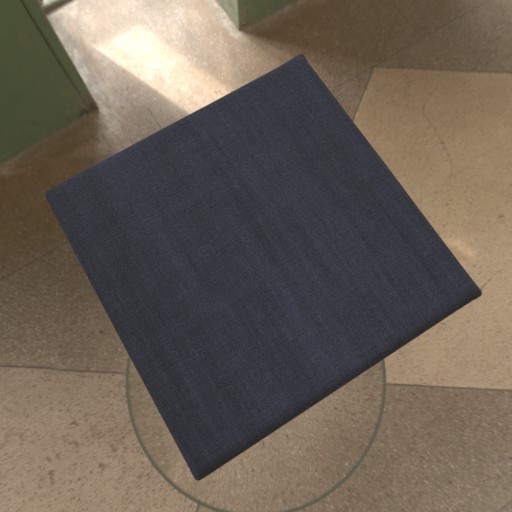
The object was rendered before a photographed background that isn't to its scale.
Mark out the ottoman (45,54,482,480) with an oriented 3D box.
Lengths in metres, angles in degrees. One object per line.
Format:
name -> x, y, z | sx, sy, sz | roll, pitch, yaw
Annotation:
ottoman -> 0.000, 0.000, 1.369 | 0.889, 0.411, 0.890 | -31, 77, -8
